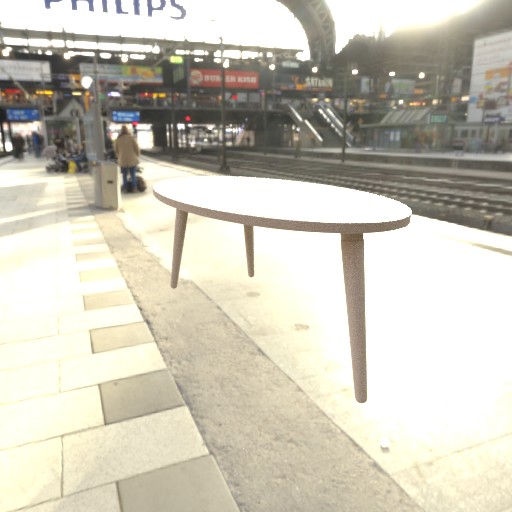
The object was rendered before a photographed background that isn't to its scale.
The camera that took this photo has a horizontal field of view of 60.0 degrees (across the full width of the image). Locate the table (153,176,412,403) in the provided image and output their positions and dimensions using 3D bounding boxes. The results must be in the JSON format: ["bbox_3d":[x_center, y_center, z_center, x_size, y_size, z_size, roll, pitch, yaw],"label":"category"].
[{"bbox_3d":[0.000,0.000,1.327,0.542,0.390,1.083,-7,16,-25],"label":"table"}]
